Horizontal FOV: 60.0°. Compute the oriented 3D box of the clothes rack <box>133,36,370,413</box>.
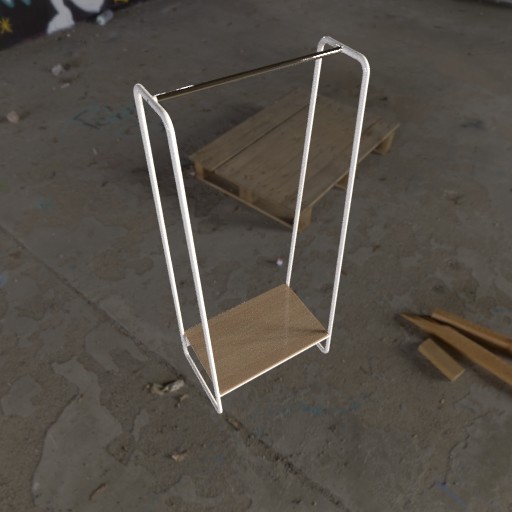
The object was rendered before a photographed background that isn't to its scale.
[{"bbox_3d":[0.000,0.000,1.764,0.640,1.500,0.400,-24,51,-21],"label":"clothes rack"}]
